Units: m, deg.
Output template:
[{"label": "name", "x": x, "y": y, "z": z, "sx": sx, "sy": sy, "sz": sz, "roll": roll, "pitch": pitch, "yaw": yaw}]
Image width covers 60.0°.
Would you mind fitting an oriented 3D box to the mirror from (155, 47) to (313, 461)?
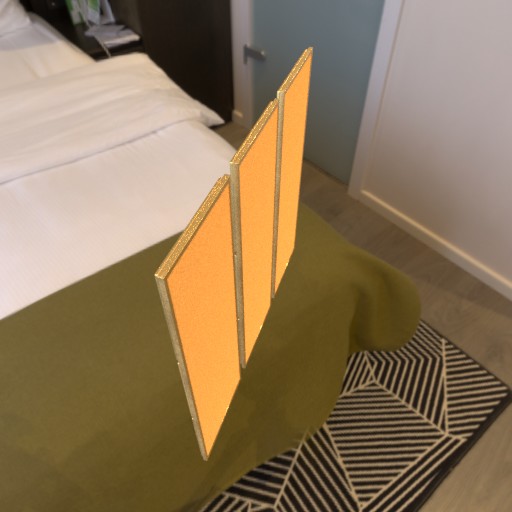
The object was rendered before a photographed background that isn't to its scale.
[{"label": "mirror", "x": 0.000, "y": 0.000, "z": 1.426, "sx": 0.023, "sy": 0.926, "sz": 1.011, "roll": 15, "pitch": 49, "yaw": 13}]
